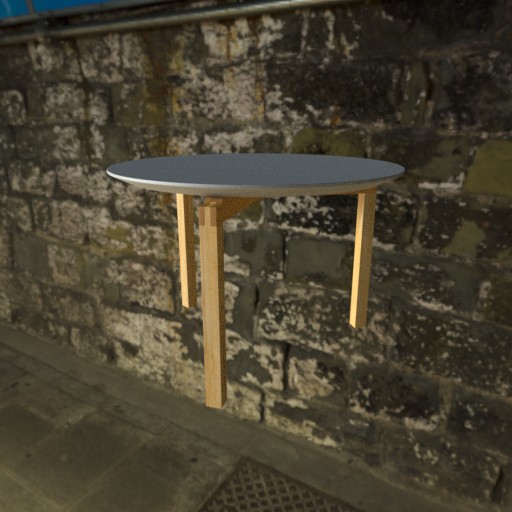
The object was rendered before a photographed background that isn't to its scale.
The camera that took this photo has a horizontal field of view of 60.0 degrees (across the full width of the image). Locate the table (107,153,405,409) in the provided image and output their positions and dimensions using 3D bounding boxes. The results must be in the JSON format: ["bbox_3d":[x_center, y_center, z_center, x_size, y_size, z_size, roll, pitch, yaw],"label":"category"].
[{"bbox_3d":[0.000,0.000,0.996,0.600,0.405,0.600,0,17,0],"label":"table"}]
